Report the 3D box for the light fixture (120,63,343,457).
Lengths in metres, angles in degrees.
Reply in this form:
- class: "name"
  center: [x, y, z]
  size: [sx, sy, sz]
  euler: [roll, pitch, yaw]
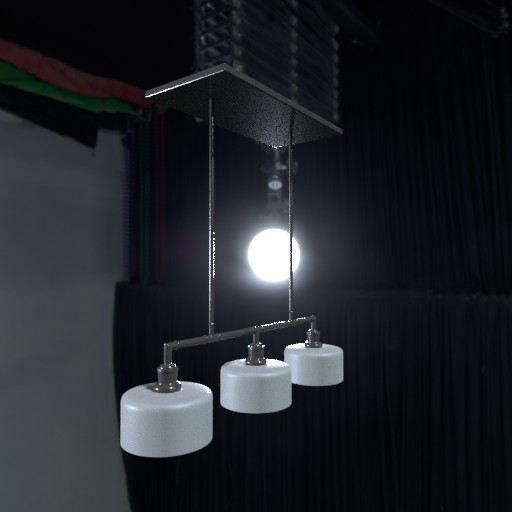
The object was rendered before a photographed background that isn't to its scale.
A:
- class: "light fixture"
  center: [0.000, 0.000, 0.853]
  size: [0.177, 0.557, 0.582]
  euler: [-1, -2, 37]
